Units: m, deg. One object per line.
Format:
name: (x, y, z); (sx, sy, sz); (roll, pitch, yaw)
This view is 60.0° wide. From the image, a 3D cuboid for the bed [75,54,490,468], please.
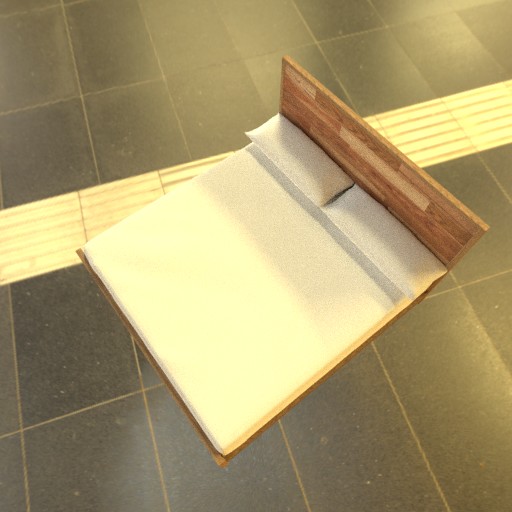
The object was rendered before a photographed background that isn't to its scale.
bed: (0.000, 0.000, 3.430); (2.184, 1.295, 2.013); (-35, 68, -16)
